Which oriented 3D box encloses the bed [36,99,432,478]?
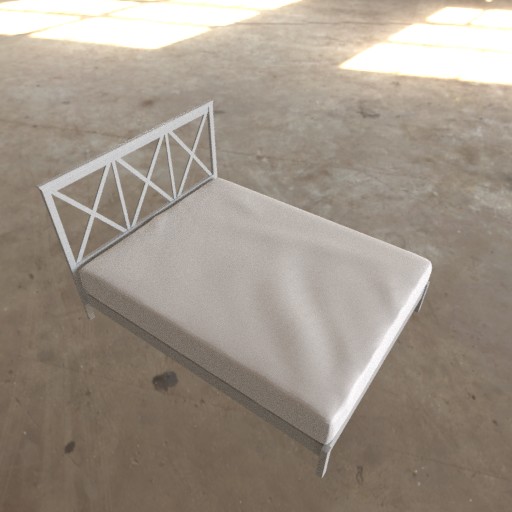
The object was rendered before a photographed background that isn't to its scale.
[{"bbox_3d":[0.000,0.000,3.181,2.135,1.253,1.673,25,47,26],"label":"bed"}]
